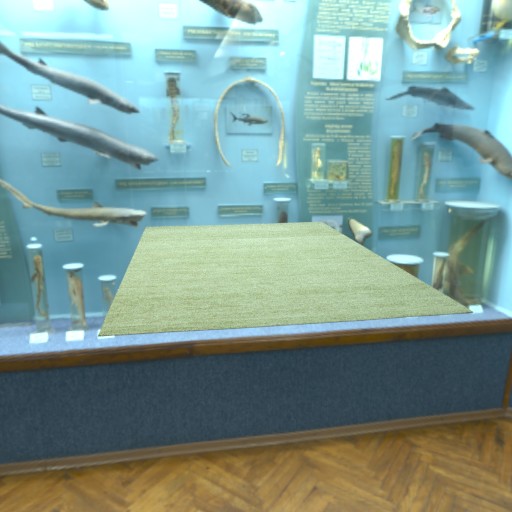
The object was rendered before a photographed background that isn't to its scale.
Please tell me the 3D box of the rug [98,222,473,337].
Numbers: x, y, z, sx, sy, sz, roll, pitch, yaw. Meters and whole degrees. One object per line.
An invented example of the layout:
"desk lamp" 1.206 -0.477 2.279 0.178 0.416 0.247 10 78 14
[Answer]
"rug" 0.000 0.000 2.933 1.606 0.017 2.270 -2 15 -9
